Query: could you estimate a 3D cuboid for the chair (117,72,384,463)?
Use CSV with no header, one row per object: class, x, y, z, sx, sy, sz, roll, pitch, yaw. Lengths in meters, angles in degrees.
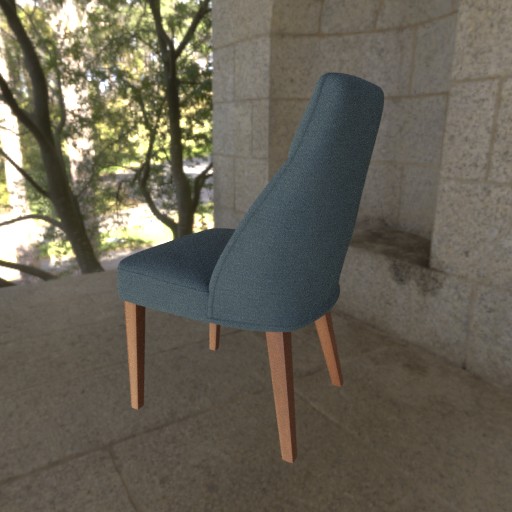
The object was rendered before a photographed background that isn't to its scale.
chair,0.000,0.000,1.274,0.620,0.930,0.500,8,18,27
